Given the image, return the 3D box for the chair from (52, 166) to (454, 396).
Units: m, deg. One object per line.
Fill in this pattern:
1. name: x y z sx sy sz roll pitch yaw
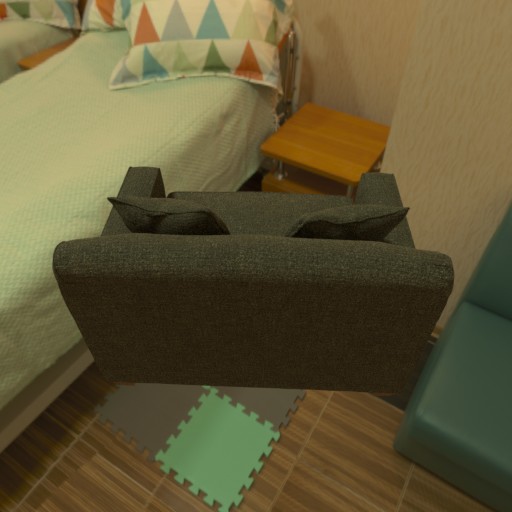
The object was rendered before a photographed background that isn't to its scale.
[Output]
1. chair: 0.000 0.000 2.098 1.383 0.948 1.000 2 46 2
